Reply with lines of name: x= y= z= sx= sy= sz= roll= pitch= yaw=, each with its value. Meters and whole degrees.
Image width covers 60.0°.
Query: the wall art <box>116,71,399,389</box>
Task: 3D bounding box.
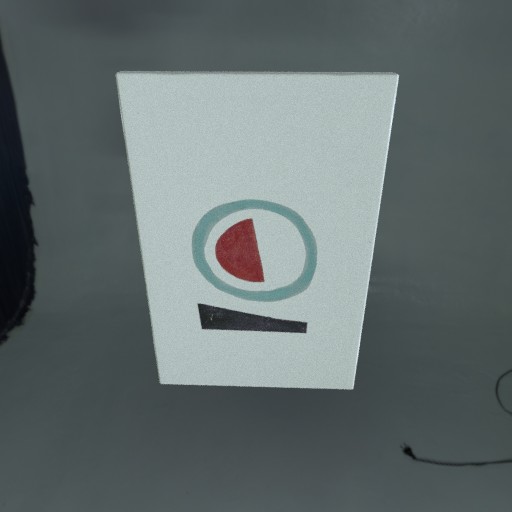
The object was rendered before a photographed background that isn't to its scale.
wall art: x=0.000 y=0.000 z=1.172 sx=0.602 sy=0.902 sz=0.048 roll=1 pitch=29 yaw=2
